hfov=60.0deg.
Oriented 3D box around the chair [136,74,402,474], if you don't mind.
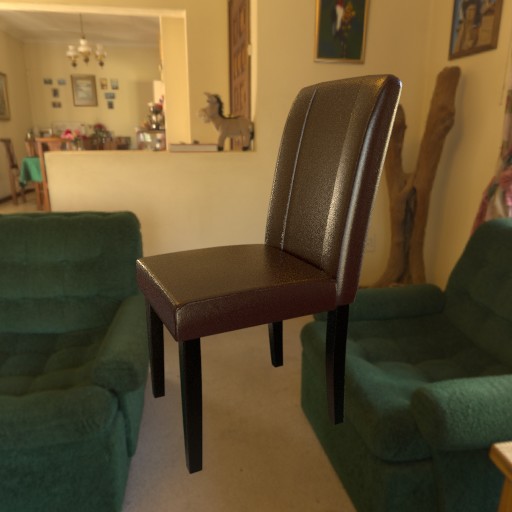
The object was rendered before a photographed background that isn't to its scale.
[{"bbox_3d":[0.000,0.000,1.171,0.556,0.897,0.399,-8,17,-25],"label":"chair"}]
